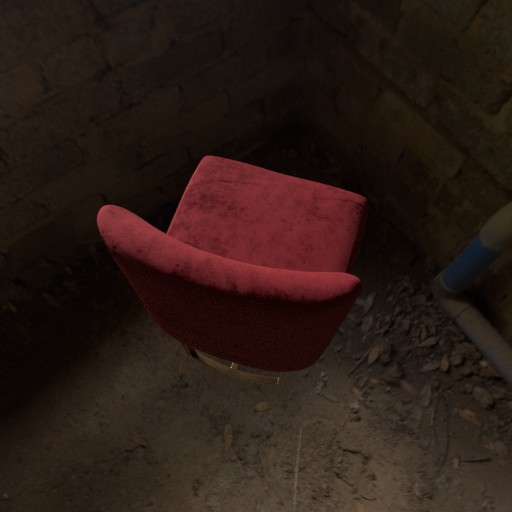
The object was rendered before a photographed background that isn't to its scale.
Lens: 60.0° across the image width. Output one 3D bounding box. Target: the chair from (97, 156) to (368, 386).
[{"bbox_3d":[0.000,0.000,1.207,0.530,0.824,0.560,16,65,8],"label":"chair"}]
